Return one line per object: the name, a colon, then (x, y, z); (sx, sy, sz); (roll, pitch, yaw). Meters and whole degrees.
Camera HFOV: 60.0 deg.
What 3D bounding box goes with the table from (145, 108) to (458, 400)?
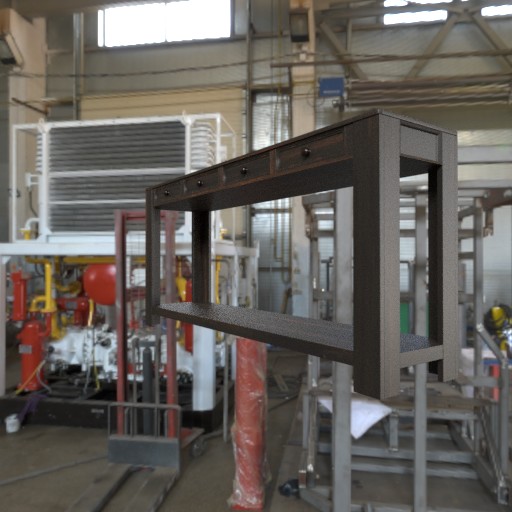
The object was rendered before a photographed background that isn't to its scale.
table: (0.000, 0.000, 1.924); (0.384, 0.762, 1.631); (0, 0, -35)
